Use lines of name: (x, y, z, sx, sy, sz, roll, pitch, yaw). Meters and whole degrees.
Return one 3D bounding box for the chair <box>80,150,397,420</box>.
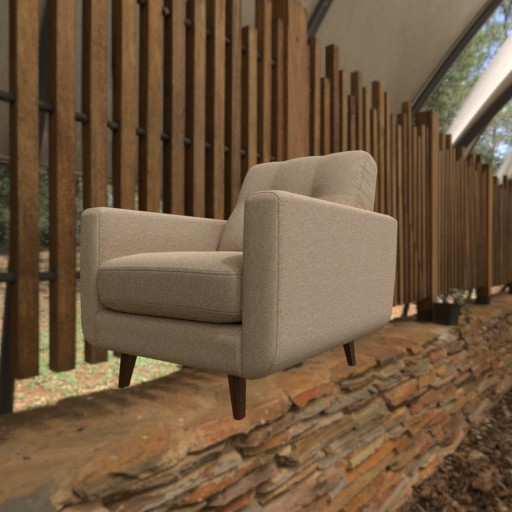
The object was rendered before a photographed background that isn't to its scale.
chair: (0.000, 0.000, 1.849, 0.897, 0.965, 1.128, 0, 0, 35)
